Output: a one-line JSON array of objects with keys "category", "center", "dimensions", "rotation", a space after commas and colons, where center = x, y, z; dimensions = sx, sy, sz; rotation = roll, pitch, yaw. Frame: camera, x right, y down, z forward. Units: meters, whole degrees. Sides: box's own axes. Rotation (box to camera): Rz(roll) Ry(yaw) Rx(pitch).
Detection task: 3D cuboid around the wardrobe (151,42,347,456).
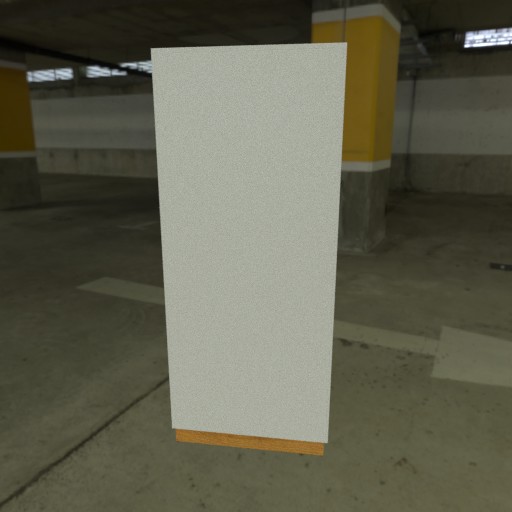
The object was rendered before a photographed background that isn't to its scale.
[{"category": "wardrobe", "center": [0.000, 0.000, 2.466], "dimensions": [0.860, 2.040, 0.600], "rotation": [2, 15, 8]}]
